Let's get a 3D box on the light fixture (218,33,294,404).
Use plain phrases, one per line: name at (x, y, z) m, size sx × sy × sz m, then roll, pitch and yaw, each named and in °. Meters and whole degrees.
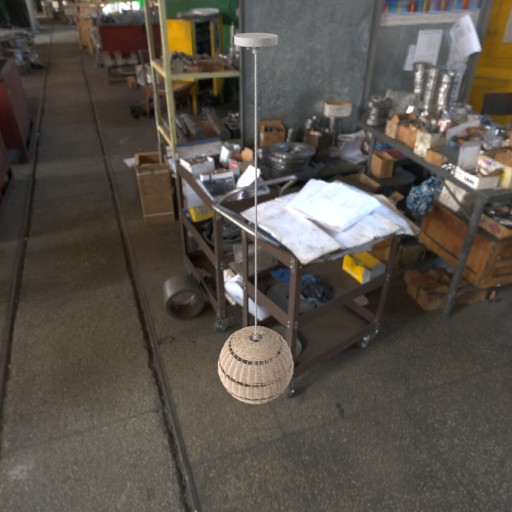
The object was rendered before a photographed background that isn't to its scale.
light fixture at (0.000, 0.000, 2.252) m, size 0.457 × 2.019 × 0.457 m, roll 22°, pitch 39°, yaw 30°
